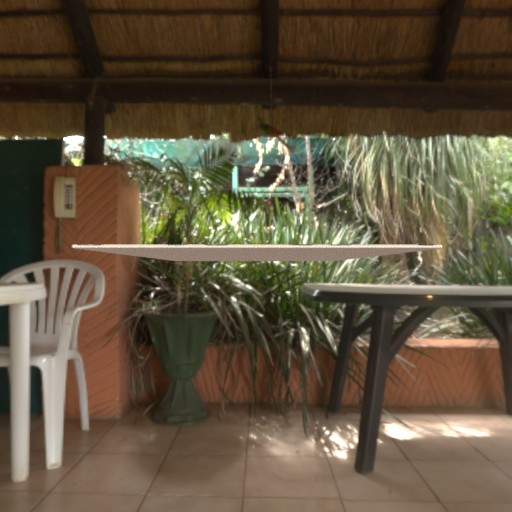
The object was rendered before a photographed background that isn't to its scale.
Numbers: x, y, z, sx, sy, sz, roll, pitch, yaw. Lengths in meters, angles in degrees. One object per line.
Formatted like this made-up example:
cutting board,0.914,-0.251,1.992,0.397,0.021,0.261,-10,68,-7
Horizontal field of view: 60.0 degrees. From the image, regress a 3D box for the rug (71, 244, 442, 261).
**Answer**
rug,0.000,0.000,2.989,1.521,0.017,2.365,0,-2,0
